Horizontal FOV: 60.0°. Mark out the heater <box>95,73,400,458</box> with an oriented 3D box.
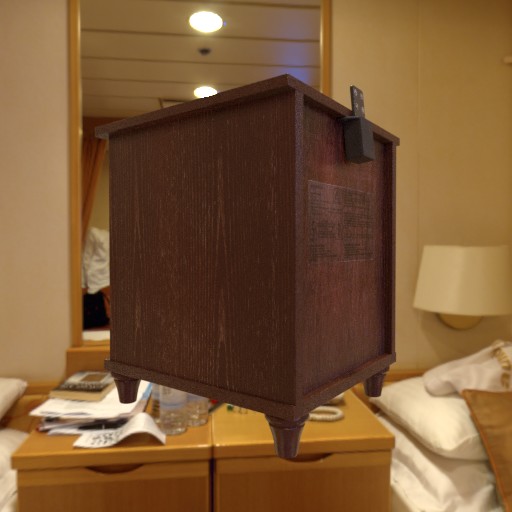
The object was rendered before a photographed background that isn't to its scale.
[{"bbox_3d":[0.000,0.000,0.742,0.400,0.481,0.362,1,1,37],"label":"heater"}]
